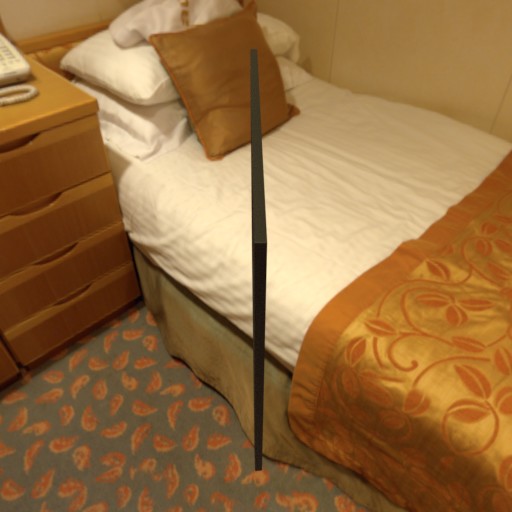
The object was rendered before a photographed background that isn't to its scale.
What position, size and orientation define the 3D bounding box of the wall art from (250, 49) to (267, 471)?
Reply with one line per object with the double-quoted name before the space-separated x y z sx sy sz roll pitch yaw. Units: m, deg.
"wall art" 0.000 0.000 0.979 0.016 0.659 0.663 -1 43 -1
